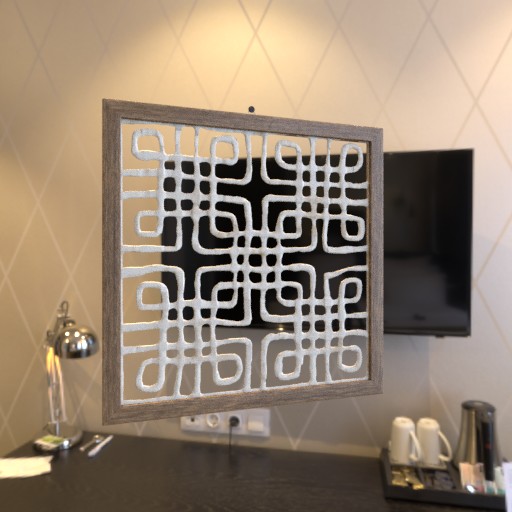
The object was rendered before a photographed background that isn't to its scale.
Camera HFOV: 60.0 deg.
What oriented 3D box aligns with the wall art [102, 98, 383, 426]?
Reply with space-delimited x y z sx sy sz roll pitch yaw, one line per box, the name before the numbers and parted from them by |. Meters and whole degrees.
wall art | 0.000 0.000 0.856 0.561 0.582 0.021 0 0 -19
